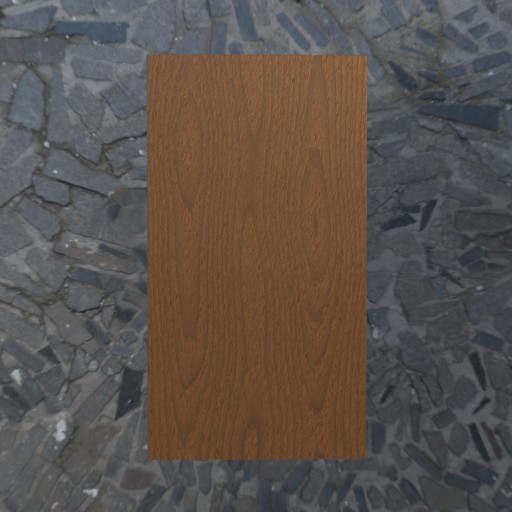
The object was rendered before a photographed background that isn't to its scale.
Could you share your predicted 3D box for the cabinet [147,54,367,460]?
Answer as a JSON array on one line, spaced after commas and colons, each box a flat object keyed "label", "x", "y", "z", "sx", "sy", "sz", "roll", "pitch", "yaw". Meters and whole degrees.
[{"label": "cabinet", "x": 0.000, "y": 0.000, "z": 1.148, "sx": 0.388, "sy": 0.748, "sz": 0.712, "roll": 0, "pitch": 91, "yaw": -1}]
